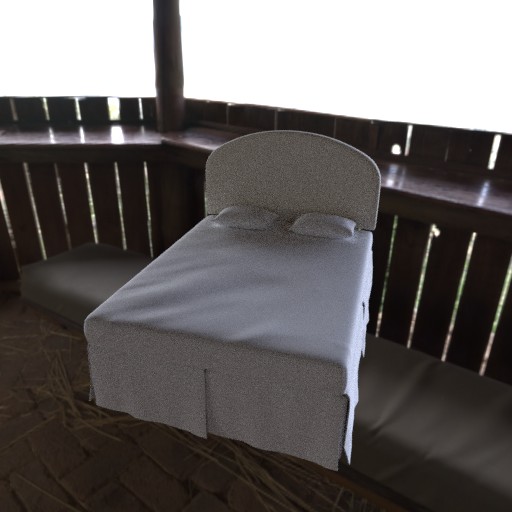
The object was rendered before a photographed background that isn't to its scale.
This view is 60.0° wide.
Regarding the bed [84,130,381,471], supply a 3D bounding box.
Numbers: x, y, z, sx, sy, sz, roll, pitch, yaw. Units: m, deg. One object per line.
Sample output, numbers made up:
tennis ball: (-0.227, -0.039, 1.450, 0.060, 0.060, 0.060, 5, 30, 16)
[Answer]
bed: (0.000, 0.000, 3.083, 1.607, 1.410, 2.005, 7, 26, 15)
